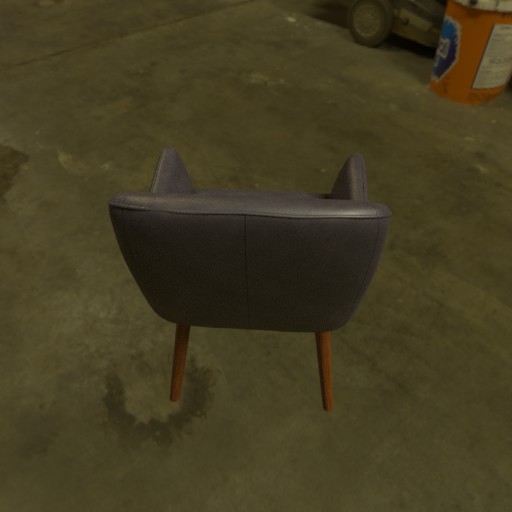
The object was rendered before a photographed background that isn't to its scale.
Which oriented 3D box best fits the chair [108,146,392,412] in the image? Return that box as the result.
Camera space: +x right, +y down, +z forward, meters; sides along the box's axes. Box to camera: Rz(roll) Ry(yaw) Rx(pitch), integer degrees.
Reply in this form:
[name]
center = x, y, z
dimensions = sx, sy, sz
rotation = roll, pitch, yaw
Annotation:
[chair]
center = 0.000, 0.000, 1.262
dimensions = 0.610, 0.828, 0.610
rotation = 3, 46, 3
